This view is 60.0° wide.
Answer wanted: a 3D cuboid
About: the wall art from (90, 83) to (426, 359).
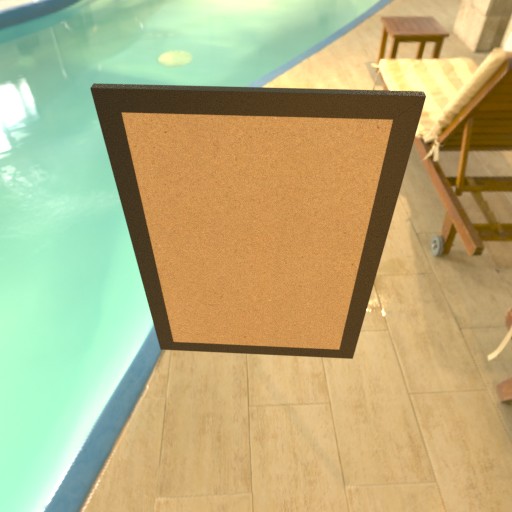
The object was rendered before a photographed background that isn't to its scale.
[{"bbox_3d":[0.000,0.000,0.693,0.381,0.534,0.013,2,45,2],"label":"wall art"}]
